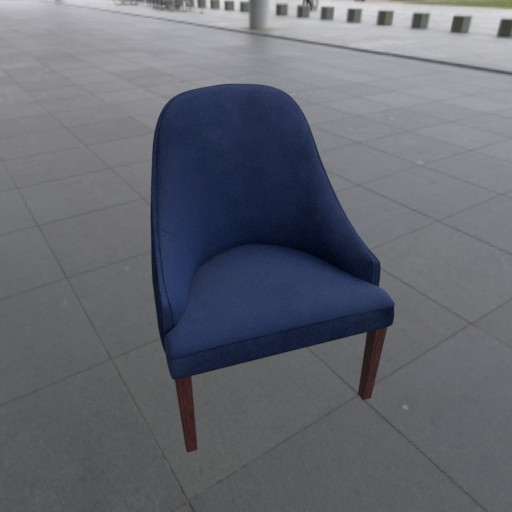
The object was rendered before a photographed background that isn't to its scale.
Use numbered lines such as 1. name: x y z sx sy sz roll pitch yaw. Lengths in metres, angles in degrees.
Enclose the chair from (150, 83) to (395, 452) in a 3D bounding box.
1. chair: 0.000 0.000 1.333 0.643 0.889 0.575 -10 33 -16
